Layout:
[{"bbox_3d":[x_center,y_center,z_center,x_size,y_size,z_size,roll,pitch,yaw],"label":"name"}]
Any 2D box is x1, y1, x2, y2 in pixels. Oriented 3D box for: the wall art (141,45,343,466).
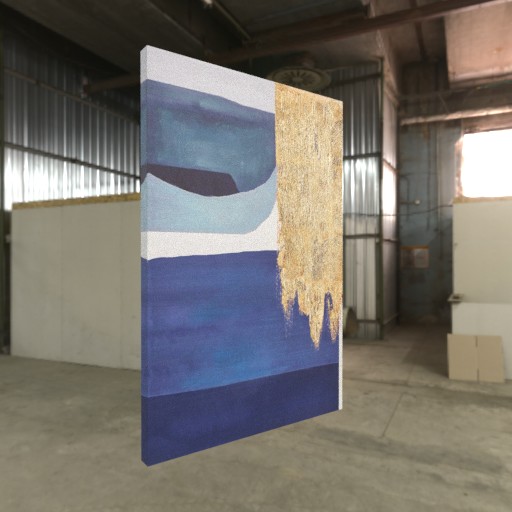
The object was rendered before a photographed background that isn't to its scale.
[{"bbox_3d":[0.000,0.000,1.151,0.607,0.911,0.039,0,0,-36],"label":"wall art"}]
